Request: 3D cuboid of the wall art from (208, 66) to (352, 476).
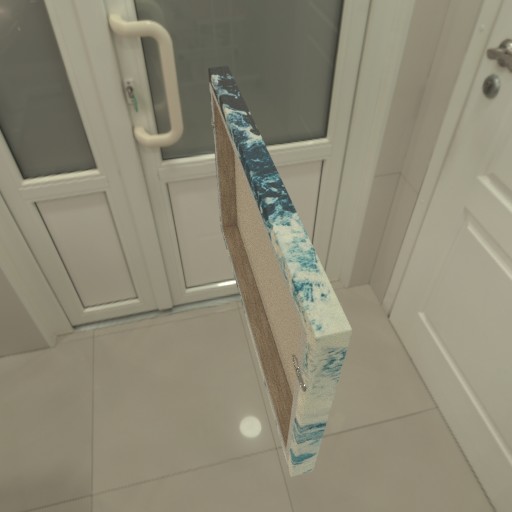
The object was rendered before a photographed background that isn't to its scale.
[{"bbox_3d":[0.000,0.000,0.773,0.043,0.407,0.609,-10,47,-9],"label":"wall art"}]
